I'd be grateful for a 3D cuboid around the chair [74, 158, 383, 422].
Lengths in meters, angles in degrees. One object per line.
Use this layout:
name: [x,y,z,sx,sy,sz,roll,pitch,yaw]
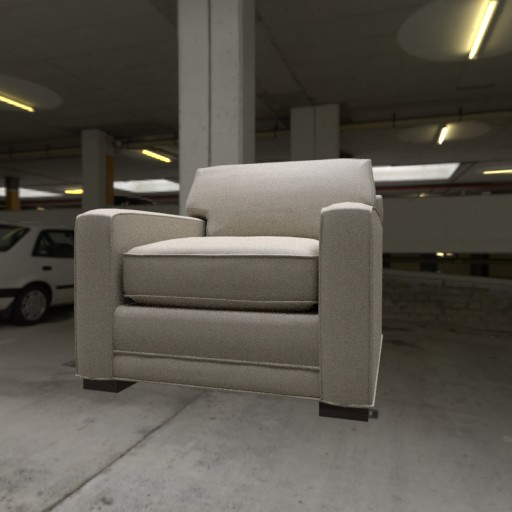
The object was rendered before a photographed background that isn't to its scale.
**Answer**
chair: [0.000,0.000,1.846,0.998,0.913,1.043,0,2,17]
